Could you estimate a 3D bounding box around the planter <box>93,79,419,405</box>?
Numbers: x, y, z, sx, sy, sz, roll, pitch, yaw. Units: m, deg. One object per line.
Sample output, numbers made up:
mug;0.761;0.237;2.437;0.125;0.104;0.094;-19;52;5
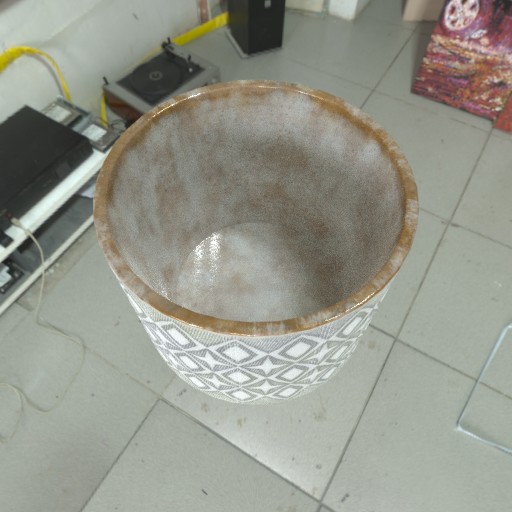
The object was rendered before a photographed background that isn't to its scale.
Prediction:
planter;0.000;0.000;0.446;0.255;0.223;0.255;0;59;0
